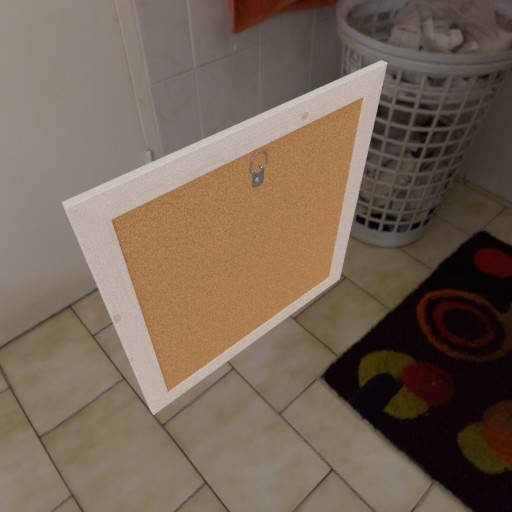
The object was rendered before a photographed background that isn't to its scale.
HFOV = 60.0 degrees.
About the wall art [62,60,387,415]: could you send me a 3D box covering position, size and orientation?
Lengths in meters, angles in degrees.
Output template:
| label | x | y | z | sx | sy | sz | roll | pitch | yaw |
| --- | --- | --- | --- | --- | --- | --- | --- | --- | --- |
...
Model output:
| label | x | y | z | sx | sy | sz | roll | pitch | yaw |
| --- | --- | --- | --- | --- | --- | --- | --- | --- | --- |
| wall art | 0.000 | 0.000 | 0.842 | 0.572 | 0.577 | 0.015 | -32 | 55 | -26 |
